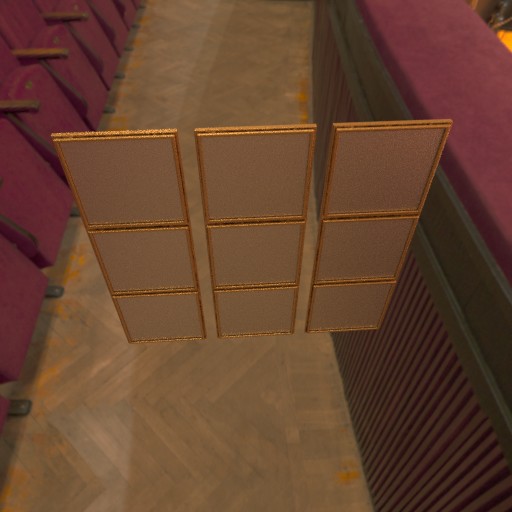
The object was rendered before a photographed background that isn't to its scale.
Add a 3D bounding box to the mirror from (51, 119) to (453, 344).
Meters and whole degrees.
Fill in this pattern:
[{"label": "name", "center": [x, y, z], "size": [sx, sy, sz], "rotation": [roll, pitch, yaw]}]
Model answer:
[{"label": "mirror", "center": [0.000, 0.000, 1.447], "size": [1.011, 0.926, 0.023], "rotation": [-3, 46, -3]}]
